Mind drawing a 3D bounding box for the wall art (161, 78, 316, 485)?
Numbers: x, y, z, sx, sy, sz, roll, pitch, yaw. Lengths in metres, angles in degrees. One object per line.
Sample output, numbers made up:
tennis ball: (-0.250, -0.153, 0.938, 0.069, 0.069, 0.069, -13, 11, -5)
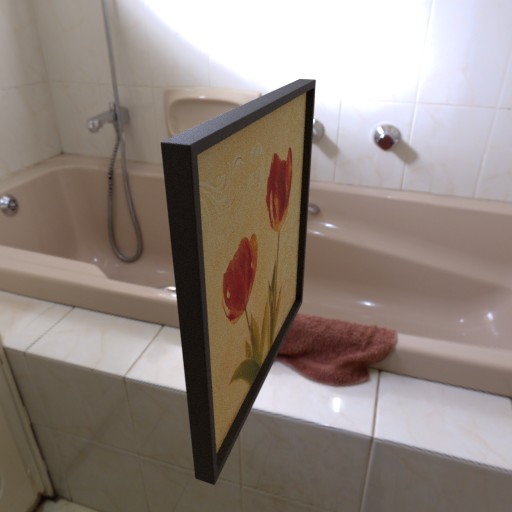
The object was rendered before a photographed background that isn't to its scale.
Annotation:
wall art: (0.000, 0.000, 0.519, 0.038, 0.349, 0.349, 10, 30, 18)
